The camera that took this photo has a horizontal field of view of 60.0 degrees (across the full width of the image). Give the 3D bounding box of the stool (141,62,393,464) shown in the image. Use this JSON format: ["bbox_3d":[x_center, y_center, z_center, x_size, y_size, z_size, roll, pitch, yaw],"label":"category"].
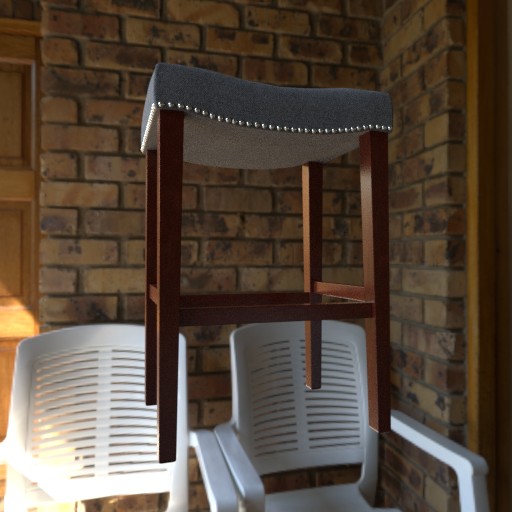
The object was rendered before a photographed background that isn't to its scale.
[{"bbox_3d":[0.000,0.000,1.032,0.504,0.742,0.372,0,0,-18],"label":"stool"}]
